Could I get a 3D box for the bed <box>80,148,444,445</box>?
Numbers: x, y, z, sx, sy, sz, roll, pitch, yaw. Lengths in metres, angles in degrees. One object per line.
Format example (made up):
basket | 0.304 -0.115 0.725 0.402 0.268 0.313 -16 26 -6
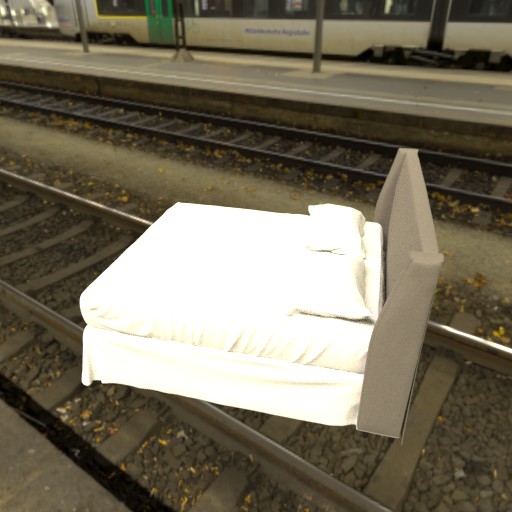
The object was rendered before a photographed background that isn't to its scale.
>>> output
bed | 0.000 0.000 3.380 2.276 1.332 1.925 7 30 12
